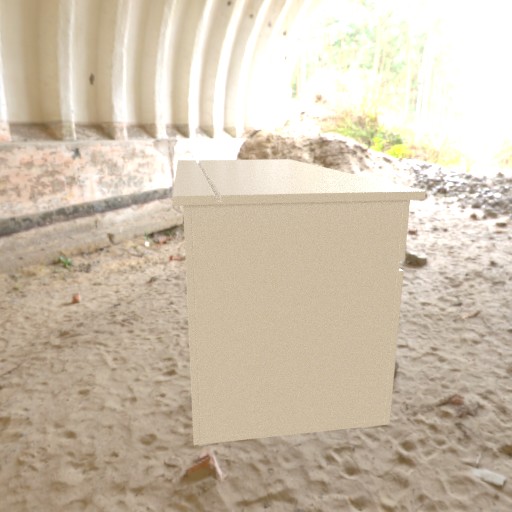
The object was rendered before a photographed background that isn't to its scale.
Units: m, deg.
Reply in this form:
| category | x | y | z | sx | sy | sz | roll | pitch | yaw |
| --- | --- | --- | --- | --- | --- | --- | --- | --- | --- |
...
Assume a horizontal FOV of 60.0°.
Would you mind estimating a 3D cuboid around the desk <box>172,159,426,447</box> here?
| category | x | y | z | sx | sy | sz | roll | pitch | yaw |
| --- | --- | --- | --- | --- | --- | --- | --- | --- | --- |
| desk | 0.000 | 0.000 | 1.989 | 0.670 | 0.760 | 1.580 | -2 | 16 | -9 |
